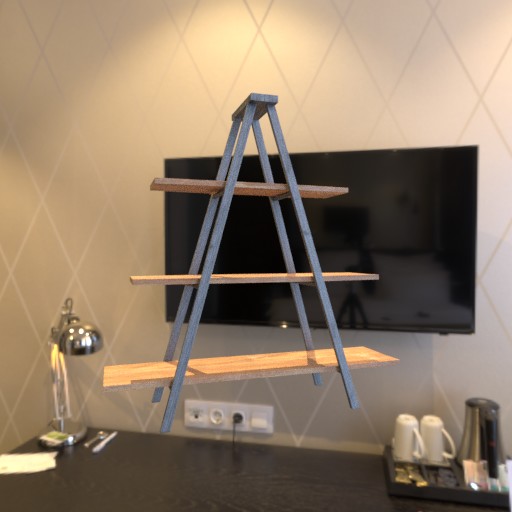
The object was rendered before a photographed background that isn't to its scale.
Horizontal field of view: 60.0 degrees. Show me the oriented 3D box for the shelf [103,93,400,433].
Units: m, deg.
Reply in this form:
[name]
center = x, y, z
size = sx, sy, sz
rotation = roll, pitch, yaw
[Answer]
[shelf]
center = 0.000, 0.000, 2.682
size = 1.746, 1.808, 0.508
rotation = 0, 0, -18
